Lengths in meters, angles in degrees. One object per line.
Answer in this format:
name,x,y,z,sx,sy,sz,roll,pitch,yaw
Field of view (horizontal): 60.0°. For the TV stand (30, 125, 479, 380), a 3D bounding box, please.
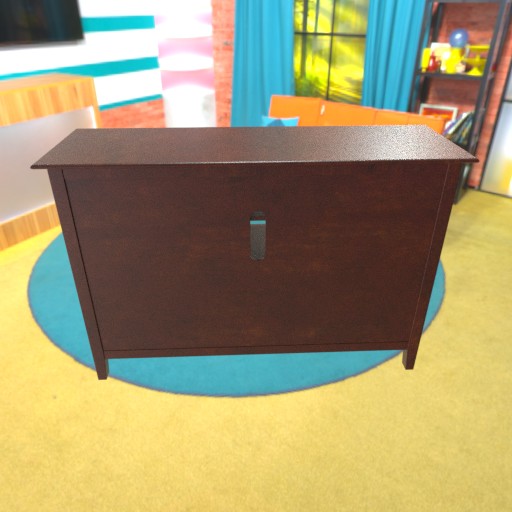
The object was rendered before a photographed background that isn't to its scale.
TV stand,0.000,0.000,1.768,1.372,0.915,0.445,-1,30,-2
